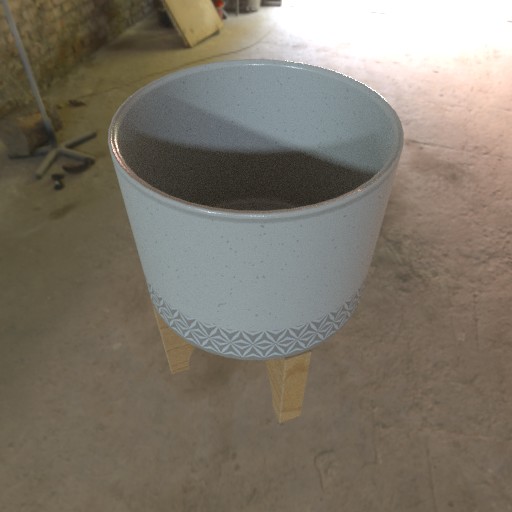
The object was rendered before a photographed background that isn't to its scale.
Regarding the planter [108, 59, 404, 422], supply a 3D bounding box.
[{"bbox_3d":[0.000,0.000,0.263,0.130,0.178,0.130,0,47,0],"label":"planter"}]
